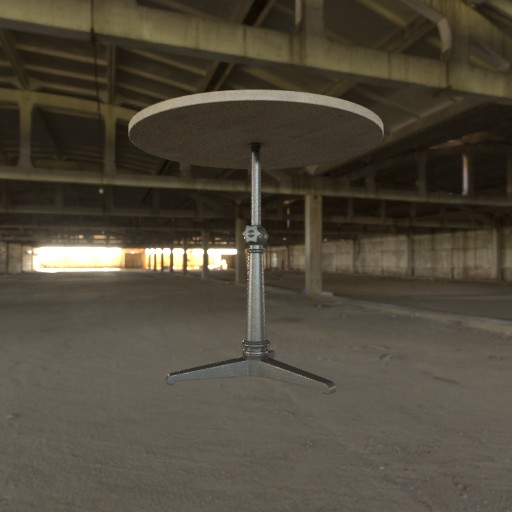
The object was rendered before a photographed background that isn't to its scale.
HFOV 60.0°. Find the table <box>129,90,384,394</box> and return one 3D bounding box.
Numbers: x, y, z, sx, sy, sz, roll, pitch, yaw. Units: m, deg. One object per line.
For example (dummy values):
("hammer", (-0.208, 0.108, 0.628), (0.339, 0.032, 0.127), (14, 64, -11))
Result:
("table", (0.000, 0.000, 1.444), (0.800, 0.780, 0.800), (0, -1, 0))
